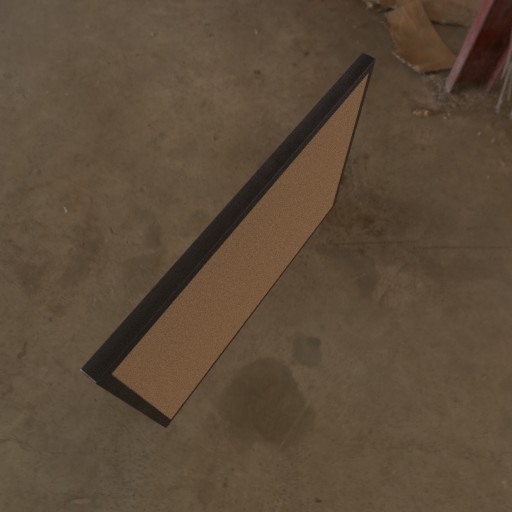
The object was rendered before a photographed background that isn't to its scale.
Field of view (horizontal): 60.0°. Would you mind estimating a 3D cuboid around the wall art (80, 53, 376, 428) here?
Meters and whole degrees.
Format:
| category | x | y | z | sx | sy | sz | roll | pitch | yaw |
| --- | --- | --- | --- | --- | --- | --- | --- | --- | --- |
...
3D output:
| category | x | y | z | sx | sy | sz | roll | pitch | yaw |
| --- | --- | --- | --- | --- | --- | --- | --- | --- | --- |
| wall art | 0.000 | 0.000 | 1.136 | 0.038 | 0.612 | 0.912 | 32 | 67 | 15 |
